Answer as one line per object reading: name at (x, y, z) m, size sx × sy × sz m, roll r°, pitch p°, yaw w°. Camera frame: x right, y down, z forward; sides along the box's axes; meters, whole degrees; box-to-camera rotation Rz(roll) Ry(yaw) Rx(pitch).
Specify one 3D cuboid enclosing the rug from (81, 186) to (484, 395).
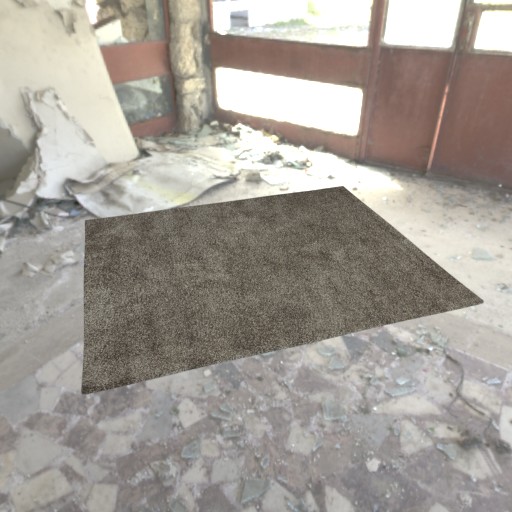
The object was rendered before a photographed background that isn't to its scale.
rug at (0.000, 0.000, 4.061) m, size 3.000 × 0.025 × 2.401 m, roll -10°, pitch 33°, yaw -15°
